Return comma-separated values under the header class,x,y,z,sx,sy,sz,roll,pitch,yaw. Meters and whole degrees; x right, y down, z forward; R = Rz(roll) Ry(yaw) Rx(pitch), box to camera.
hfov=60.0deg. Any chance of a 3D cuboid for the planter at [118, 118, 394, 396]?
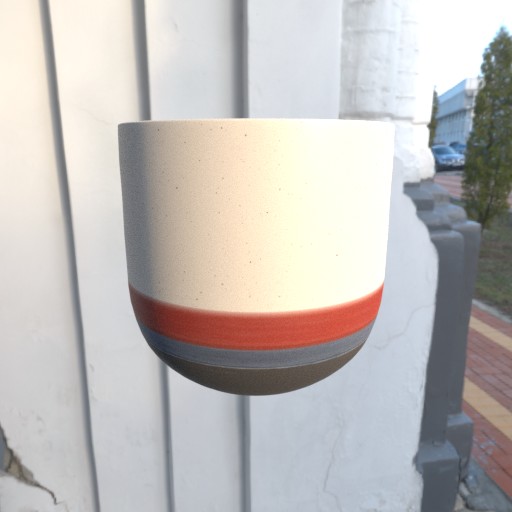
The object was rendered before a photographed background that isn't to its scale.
class,x,y,z,sx,sy,sz,roll,pitch,yaw
planter,0.000,0.000,0.478,0.268,0.270,0.268,0,14,0
